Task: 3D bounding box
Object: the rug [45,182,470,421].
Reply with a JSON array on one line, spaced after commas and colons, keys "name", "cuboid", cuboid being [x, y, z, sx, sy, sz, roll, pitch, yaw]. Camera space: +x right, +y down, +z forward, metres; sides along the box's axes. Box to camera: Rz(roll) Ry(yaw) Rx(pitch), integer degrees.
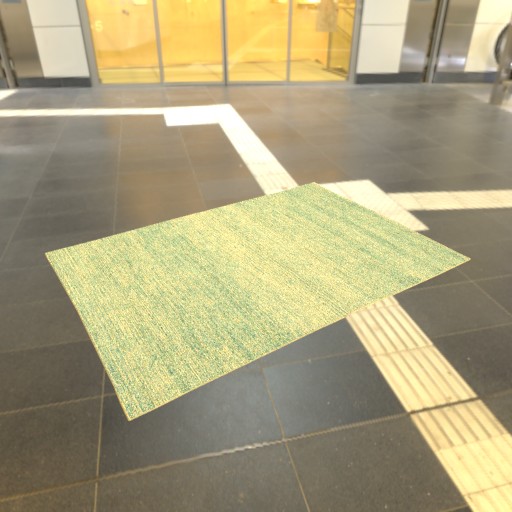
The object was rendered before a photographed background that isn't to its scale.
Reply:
[{"name": "rug", "cuboid": [0.000, 0.000, 2.905, 2.305, 0.029, 1.593, -19, 36, -28]}]
